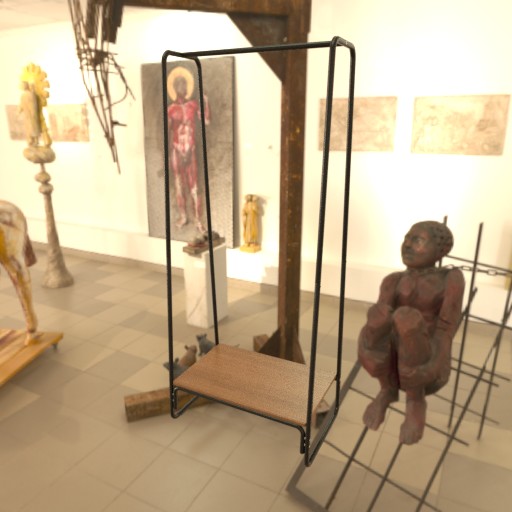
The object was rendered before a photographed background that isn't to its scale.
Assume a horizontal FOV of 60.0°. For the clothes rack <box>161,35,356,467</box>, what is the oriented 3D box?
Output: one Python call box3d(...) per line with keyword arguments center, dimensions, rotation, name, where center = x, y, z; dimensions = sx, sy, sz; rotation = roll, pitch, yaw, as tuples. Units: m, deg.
box3d(center=(0.000, 0.000, 1.739), dimensions=(0.640, 1.500, 0.400), rotation=(9, 19, 26), name="clothes rack")
